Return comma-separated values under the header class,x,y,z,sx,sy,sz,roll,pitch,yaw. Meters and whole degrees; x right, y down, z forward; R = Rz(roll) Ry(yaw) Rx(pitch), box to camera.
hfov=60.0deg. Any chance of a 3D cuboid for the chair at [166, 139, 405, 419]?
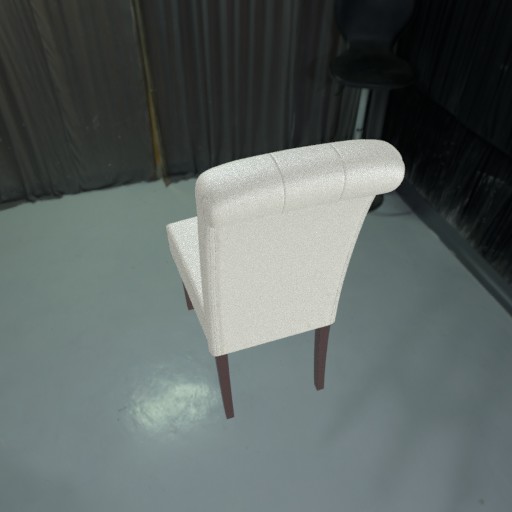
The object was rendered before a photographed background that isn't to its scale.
class,x,y,z,sx,sy,sz,roll,pitch,yaw
chair,0.000,0.000,1.357,0.456,1.006,0.671,-13,44,-14
